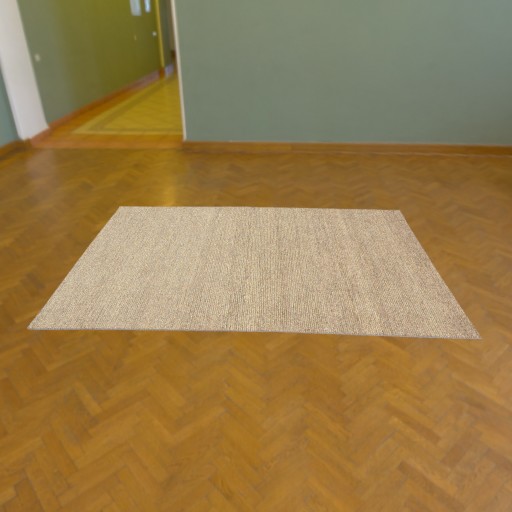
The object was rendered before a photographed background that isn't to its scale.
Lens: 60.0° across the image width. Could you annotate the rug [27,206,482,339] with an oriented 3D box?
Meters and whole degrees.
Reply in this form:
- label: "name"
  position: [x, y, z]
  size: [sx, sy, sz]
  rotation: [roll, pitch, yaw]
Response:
- label: "rug"
  position: [0.000, 0.000, 2.970]
  size: [2.342, 0.030, 1.609]
  rotation: [1, 30, 2]
